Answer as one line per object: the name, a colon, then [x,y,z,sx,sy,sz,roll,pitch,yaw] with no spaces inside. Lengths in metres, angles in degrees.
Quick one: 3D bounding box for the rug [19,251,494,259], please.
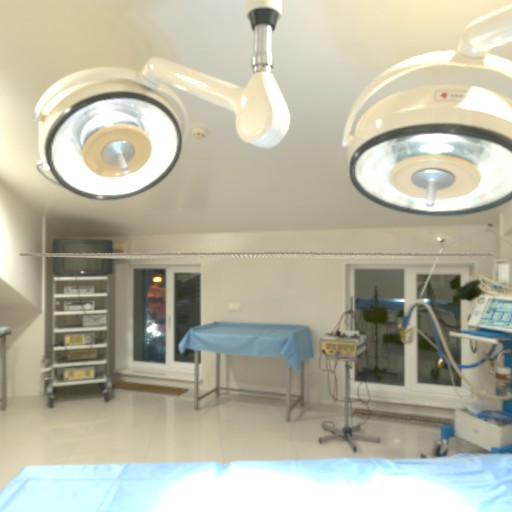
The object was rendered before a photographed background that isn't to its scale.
rug: [0.000,0.000,2.258,1.804,0.022,1.162,0,-1,0]
